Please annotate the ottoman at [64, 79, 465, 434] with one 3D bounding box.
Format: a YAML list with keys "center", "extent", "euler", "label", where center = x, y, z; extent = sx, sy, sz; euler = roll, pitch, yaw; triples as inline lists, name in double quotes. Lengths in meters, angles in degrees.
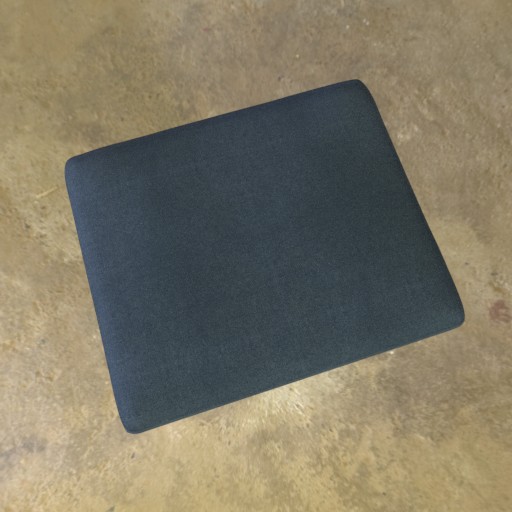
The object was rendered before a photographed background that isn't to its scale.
- center: [0.000, 0.000, 1.228]
  extent: [0.821, 0.474, 0.693]
  euler: [-17, 76, -4]
  label: "ottoman"
